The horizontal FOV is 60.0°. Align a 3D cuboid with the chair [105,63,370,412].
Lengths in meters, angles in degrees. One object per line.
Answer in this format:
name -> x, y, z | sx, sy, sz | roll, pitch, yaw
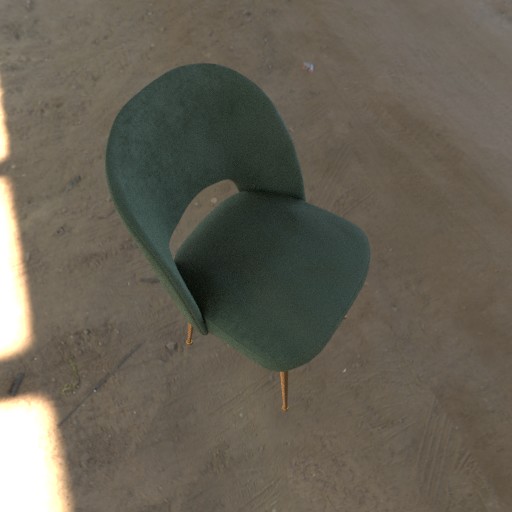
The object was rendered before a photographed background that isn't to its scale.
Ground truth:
chair -> 0.000, 0.000, 1.230 | 0.577, 0.860, 0.527 | 30, 62, 18
